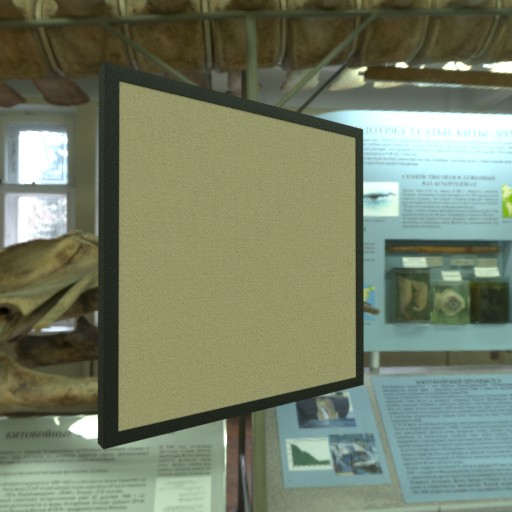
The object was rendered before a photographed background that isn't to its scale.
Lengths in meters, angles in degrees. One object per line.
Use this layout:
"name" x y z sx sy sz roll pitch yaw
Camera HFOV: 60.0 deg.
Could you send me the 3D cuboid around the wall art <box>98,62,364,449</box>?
"wall art" 0.000 0.000 0.444 0.306 0.304 0.015 0 -1 -36
